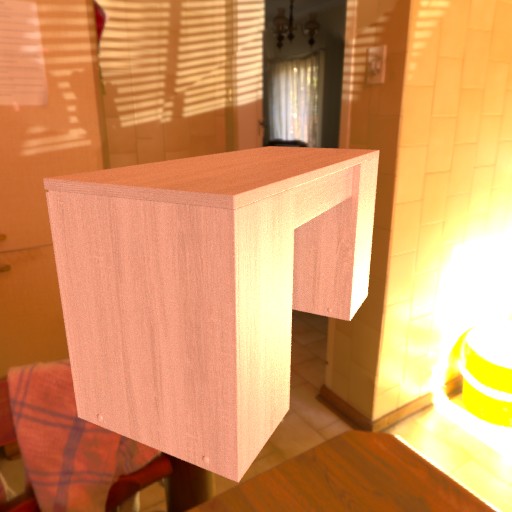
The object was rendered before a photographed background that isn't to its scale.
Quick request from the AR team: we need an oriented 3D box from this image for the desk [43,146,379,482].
[{"bbox_3d":[0.000,0.000,1.739,0.600,0.740,1.390,9,20,26],"label":"desk"}]
